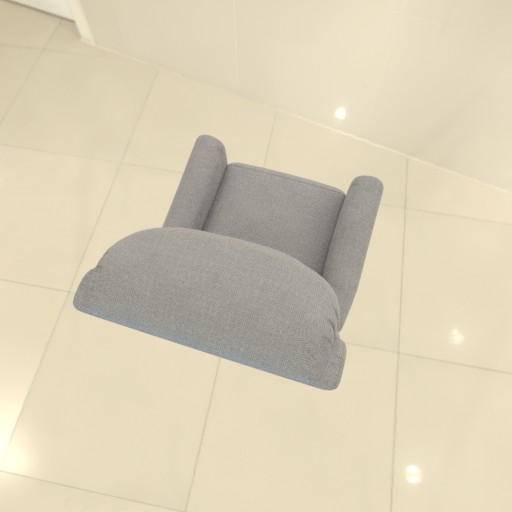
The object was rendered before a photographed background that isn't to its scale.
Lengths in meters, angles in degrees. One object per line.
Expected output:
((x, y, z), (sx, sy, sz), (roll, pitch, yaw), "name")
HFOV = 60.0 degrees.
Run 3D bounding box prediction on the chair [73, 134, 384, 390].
((0.000, 0.000, 1.752), (0.838, 1.054, 1.014), (16, 65, 8), "chair")
